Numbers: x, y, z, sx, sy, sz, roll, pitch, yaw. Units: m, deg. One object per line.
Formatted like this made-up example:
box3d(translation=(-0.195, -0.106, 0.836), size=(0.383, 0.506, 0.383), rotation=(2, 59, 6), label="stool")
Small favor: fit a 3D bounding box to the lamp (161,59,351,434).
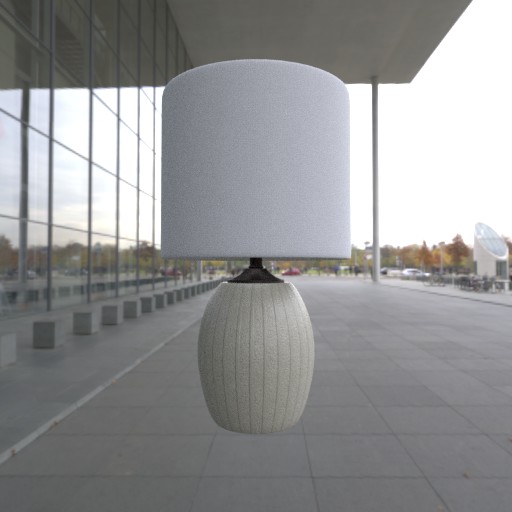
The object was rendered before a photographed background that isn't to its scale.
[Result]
box3d(translation=(0.000, 0.000, 0.782), size=(0.329, 0.570, 0.329), rotation=(0, -2, 17), label="lamp")
